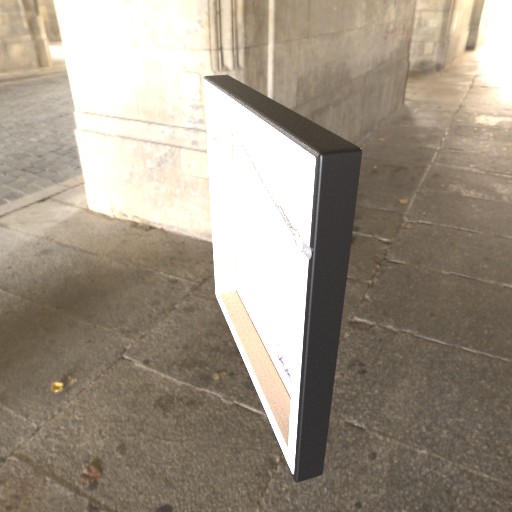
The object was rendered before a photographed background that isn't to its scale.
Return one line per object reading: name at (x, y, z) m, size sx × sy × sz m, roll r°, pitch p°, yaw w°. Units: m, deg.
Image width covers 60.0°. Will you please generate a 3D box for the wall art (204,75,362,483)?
wall art at (0.000, 0.000, 0.602) m, size 0.041 × 0.407 × 0.406 m, roll -9°, pitch 31°, yaw -16°
